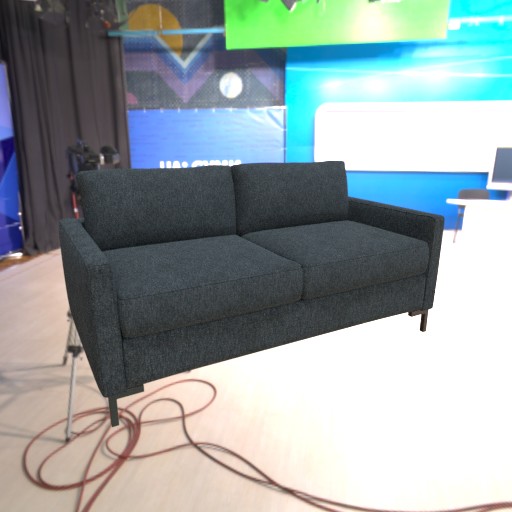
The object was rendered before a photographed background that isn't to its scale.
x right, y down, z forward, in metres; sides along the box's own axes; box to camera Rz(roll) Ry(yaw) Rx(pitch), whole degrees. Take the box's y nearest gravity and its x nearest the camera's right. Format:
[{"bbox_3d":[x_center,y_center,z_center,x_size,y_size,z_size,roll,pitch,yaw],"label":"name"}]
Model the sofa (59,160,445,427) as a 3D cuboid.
[{"bbox_3d":[0.000,0.000,2.201,1.716,0.862,0.866,-9,19,-27],"label":"sofa"}]
